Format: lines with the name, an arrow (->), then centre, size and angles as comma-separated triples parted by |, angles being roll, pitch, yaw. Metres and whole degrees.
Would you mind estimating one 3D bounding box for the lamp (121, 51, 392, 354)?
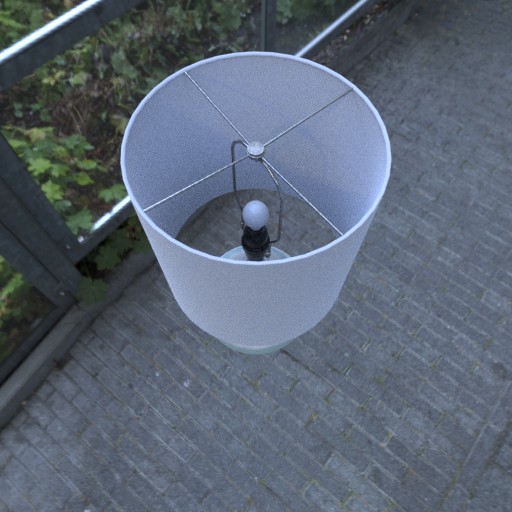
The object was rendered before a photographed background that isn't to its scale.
lamp -> 0.000, 0.000, 0.537 | 0.217, 0.404, 0.217 | -34, 68, -16
